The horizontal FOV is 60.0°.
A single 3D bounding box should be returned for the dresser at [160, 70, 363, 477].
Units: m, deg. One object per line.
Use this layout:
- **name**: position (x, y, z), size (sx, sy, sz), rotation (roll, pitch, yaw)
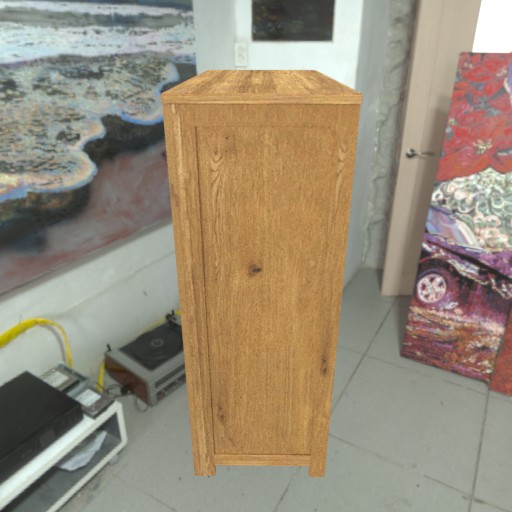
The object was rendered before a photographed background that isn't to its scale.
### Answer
- **dresser**: position (0.000, 0.000, 1.916), size (0.558, 1.431, 1.081), rotation (0, 26, 1)
